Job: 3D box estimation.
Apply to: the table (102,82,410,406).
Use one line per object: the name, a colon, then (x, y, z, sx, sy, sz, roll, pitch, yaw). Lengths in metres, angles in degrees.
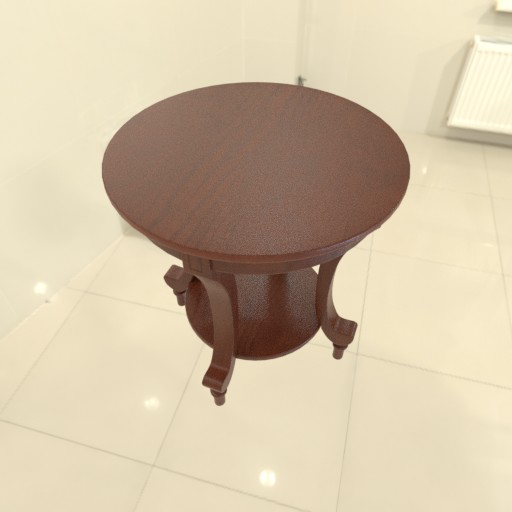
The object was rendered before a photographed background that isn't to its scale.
table: (0.000, 0.000, 1.098, 0.597, 0.612, 0.597, 0, 46, 0)
